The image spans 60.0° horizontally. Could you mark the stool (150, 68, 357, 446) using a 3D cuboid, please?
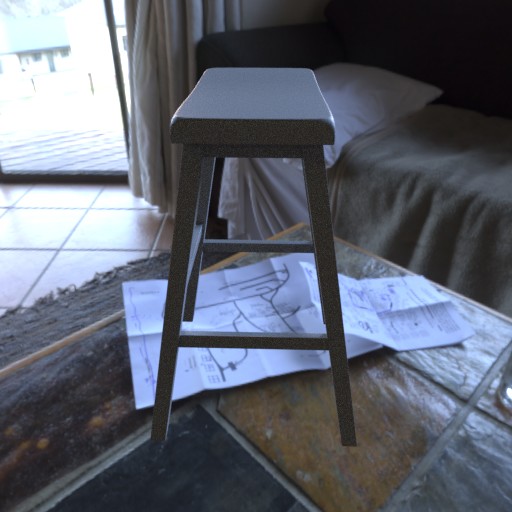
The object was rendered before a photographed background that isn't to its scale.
[{"bbox_3d":[0.000,0.000,1.019,0.476,0.737,0.457,1,32,1],"label":"stool"}]
